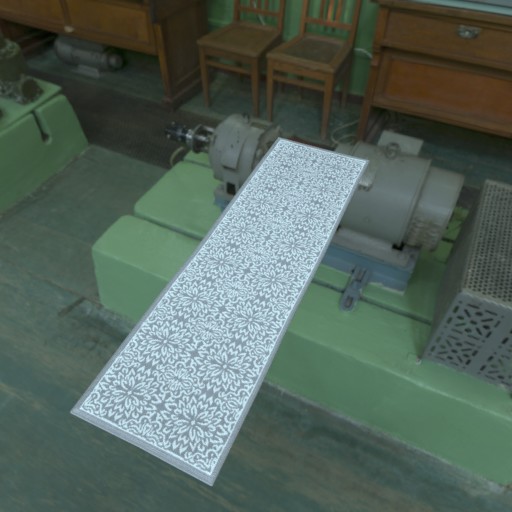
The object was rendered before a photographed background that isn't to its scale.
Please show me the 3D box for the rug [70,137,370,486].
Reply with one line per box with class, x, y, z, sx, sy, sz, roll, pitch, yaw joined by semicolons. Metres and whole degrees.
rug;0.000;0.000;2.382;0.662;0.011;2.196;19;51;16
